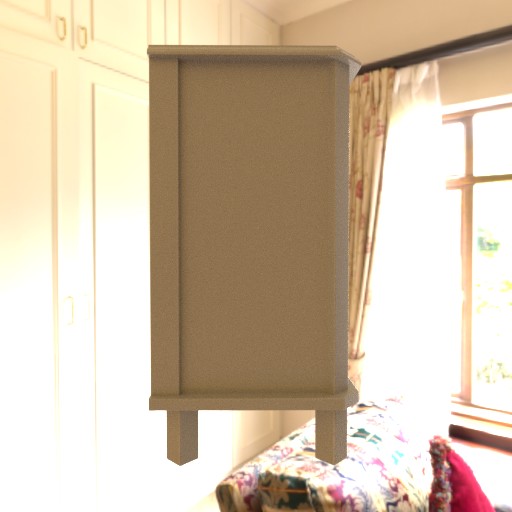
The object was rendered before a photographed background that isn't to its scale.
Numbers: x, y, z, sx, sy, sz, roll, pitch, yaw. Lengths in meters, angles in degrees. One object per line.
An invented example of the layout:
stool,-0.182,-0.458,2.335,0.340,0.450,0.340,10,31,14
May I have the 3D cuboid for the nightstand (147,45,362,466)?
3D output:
nightstand,0.000,0.000,0.919,0.348,0.680,0.435,0,1,-1
